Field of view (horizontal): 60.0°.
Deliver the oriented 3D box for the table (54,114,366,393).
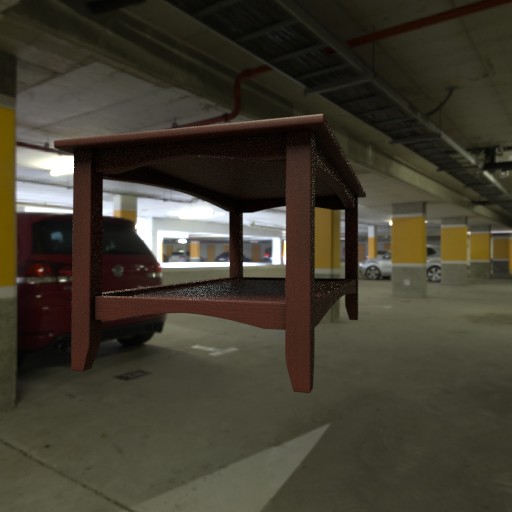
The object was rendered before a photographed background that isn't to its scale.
[{"bbox_3d":[0.000,0.000,1.237,0.533,0.456,0.943,0,0,18],"label":"table"}]
